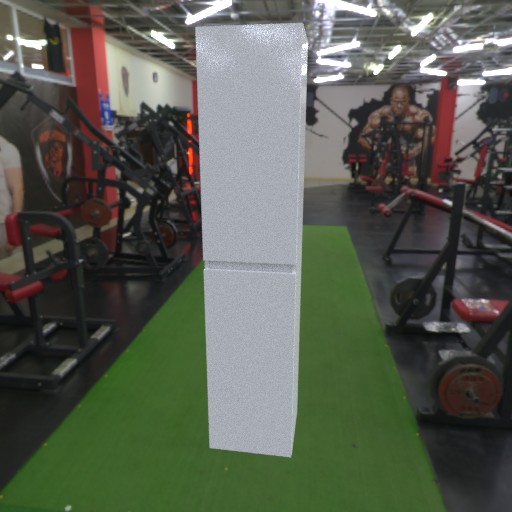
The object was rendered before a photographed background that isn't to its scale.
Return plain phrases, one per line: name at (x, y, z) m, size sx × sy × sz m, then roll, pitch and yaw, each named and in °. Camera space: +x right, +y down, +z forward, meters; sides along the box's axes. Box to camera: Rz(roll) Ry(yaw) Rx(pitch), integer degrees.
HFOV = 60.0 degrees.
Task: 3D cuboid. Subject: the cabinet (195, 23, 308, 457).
cabinet at (0.000, 0.000, 1.538) m, size 0.300 × 1.400 × 0.270 m, roll 3°, pitch 16°, yaw 9°
